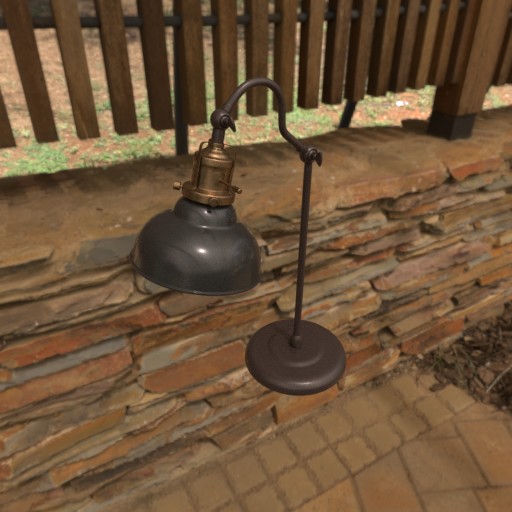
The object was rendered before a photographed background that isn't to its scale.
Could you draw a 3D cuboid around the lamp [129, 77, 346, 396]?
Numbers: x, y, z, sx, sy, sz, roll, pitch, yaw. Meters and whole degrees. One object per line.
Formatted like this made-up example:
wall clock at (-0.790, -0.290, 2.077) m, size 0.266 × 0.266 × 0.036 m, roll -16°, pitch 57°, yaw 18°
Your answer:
lamp at (0.000, 0.000, 0.672) m, size 0.374 × 0.508 × 0.192 m, roll -19°, pitch 36°, yaw -29°
